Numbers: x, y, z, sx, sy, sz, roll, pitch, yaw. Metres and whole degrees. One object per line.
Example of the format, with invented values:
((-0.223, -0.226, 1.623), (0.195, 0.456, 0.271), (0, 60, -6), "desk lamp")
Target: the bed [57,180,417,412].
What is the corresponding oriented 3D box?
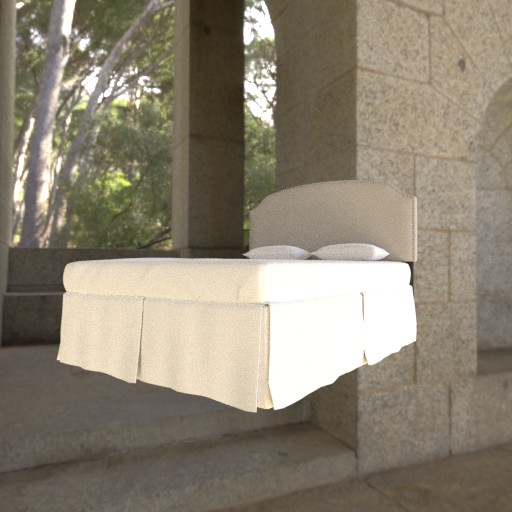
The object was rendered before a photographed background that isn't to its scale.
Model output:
((0.000, 0.000, 2.937), (1.558, 1.270, 1.999), (-1, -1, 36), "bed")
